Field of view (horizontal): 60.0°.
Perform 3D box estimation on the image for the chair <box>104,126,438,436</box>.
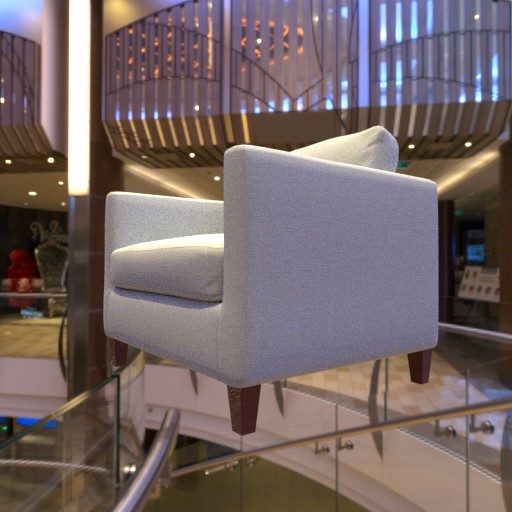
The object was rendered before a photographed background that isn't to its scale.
[{"bbox_3d":[0.000,0.000,1.826,0.953,0.961,1.107,1,-1,-37],"label":"chair"}]
